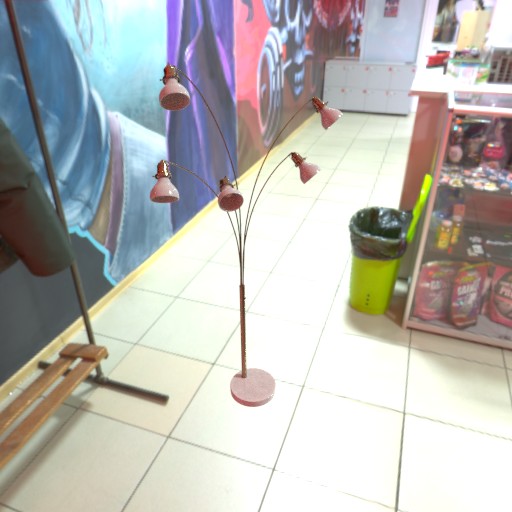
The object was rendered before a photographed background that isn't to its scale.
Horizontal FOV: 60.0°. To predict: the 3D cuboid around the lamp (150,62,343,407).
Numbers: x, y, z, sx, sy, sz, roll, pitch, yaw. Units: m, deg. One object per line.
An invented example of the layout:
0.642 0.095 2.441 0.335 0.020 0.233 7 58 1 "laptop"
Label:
0.000 0.000 2.957 1.405 2.423 0.361 -21 35 -32 "lamp"
